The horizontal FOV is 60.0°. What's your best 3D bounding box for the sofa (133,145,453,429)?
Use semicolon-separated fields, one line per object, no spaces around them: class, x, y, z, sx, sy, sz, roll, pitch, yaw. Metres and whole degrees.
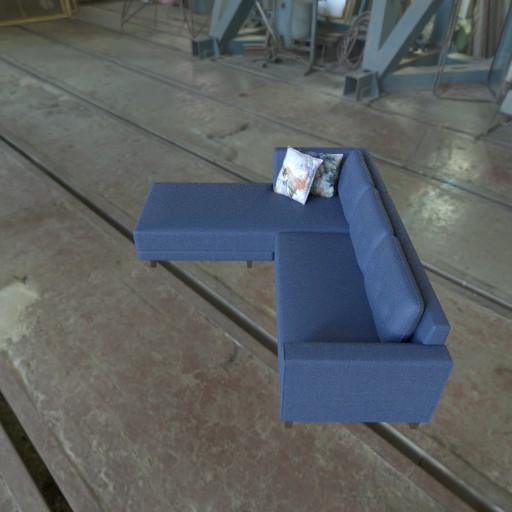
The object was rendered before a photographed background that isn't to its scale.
sofa;0.000;0.000;2.991;1.829;0.787;2.120;0;38;0
